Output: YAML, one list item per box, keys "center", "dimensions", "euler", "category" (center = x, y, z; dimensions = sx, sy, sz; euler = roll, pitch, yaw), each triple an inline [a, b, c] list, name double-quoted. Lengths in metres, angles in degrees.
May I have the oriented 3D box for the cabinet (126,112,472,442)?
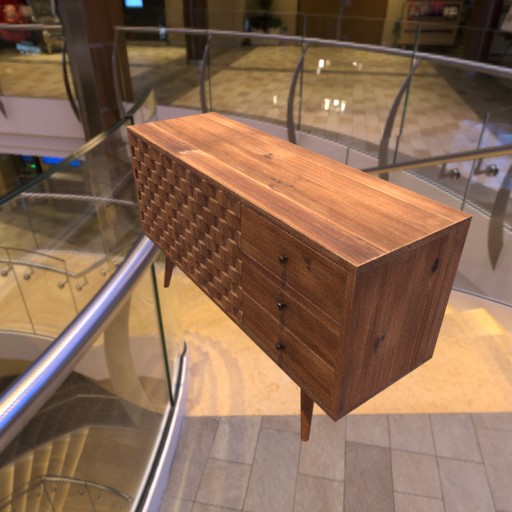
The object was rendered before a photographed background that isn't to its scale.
- center: [0.000, 0.000, 1.798]
  dimensions: [0.472, 0.800, 1.400]
  euler: [-20, 37, -29]
  category: "cabinet"
